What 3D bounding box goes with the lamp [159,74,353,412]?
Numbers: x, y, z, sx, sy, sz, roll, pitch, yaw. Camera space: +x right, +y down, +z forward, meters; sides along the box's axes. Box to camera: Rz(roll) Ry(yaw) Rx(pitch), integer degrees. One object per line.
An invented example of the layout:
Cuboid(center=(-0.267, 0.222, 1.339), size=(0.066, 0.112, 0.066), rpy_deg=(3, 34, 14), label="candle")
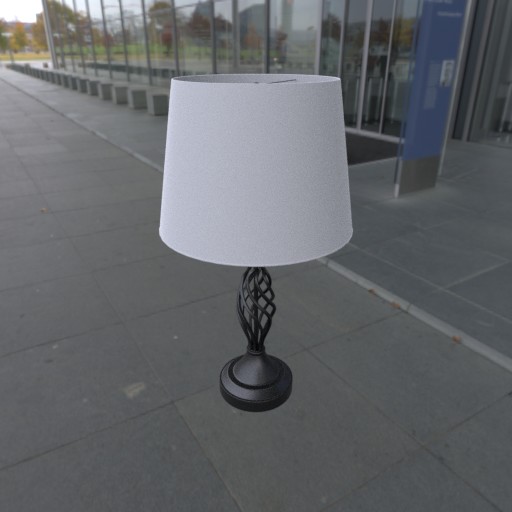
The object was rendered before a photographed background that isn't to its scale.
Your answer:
Cuboid(center=(0.000, 0.000, 0.796), size=(0.331, 0.594, 0.331), rpy_deg=(0, 25, 0), label="lamp")
